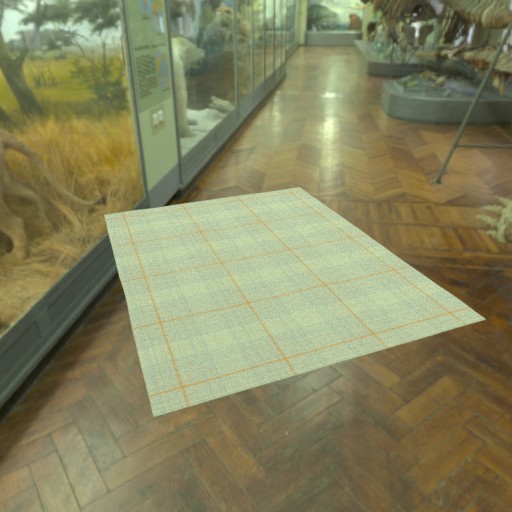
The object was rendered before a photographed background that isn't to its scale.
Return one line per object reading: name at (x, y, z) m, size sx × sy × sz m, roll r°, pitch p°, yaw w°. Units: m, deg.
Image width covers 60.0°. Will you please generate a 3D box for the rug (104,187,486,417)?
rug at (0.000, 0.000, 4.111) m, size 2.448 × 0.021 × 3.051 m, roll -11°, pitch 30°, yaw -19°
